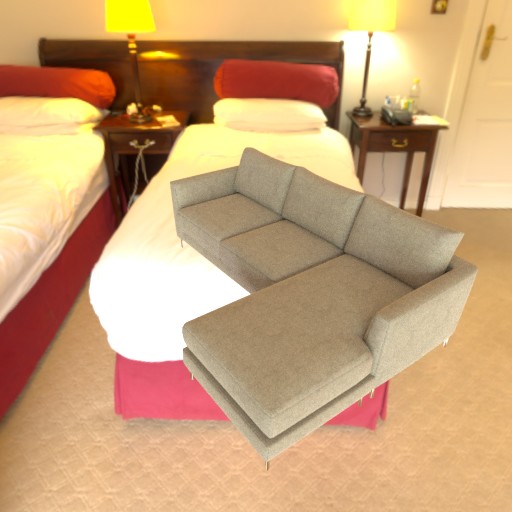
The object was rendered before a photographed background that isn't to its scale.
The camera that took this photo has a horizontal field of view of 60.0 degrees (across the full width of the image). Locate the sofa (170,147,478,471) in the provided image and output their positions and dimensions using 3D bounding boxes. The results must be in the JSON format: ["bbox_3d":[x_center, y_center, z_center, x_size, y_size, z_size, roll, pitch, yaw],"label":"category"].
[{"bbox_3d":[0.000,0.000,3.185,1.626,0.864,2.438,-20,36,-31],"label":"sofa"}]
